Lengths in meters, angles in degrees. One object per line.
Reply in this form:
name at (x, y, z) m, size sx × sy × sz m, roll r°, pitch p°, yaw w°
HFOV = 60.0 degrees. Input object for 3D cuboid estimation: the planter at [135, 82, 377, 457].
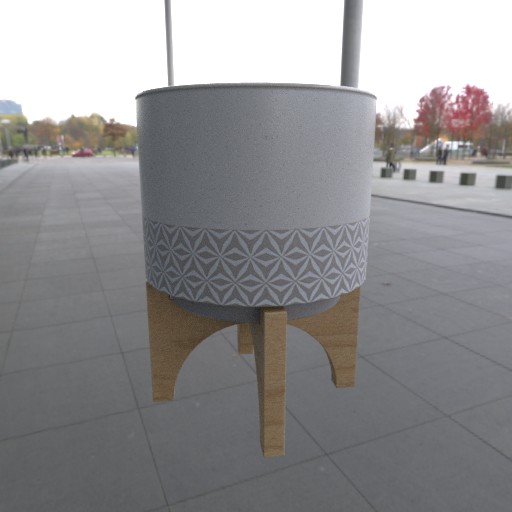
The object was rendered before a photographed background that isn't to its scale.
planter at (0.000, 0.000, 0.387) m, size 0.188 × 0.260 × 0.188 m, roll 0°, pitch 14°, yaw 0°
